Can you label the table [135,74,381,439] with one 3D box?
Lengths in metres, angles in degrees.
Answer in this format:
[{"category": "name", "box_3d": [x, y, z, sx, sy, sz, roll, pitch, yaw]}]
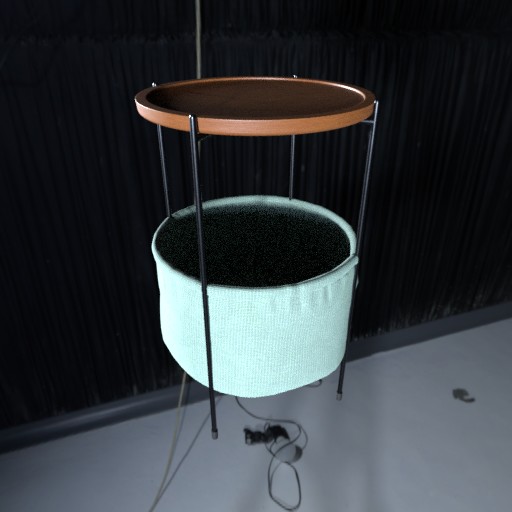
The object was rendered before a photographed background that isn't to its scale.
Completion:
[{"category": "table", "box_3d": [0.000, 0.000, 0.879, 0.400, 0.623, 0.400, -11, 31, -18]}]
